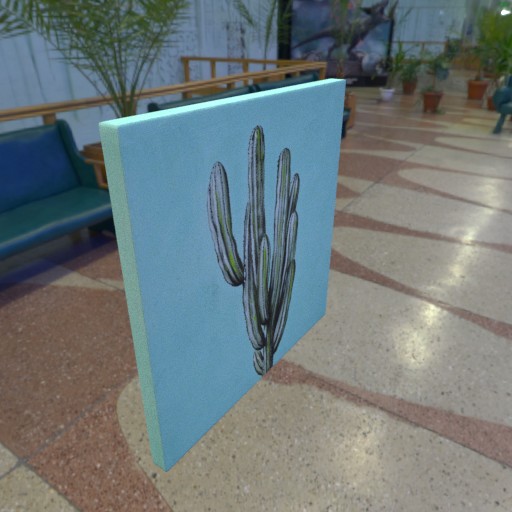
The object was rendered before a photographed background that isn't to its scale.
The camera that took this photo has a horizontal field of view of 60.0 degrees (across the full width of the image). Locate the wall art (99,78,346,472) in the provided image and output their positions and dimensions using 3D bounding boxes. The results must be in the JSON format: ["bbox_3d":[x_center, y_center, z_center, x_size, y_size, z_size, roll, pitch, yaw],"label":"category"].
[{"bbox_3d":[0.000,0.000,1.110,0.054,0.766,0.765,18,33,31],"label":"wall art"}]
